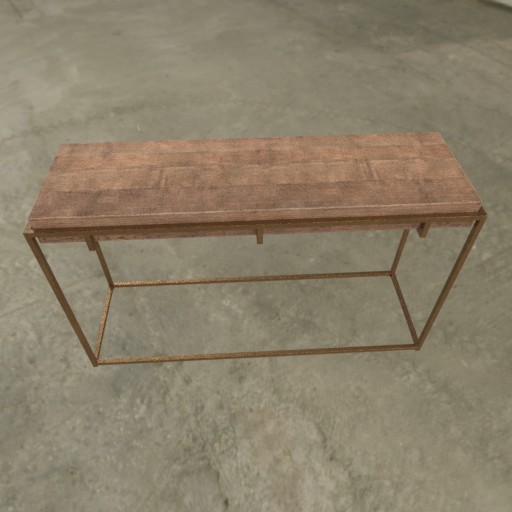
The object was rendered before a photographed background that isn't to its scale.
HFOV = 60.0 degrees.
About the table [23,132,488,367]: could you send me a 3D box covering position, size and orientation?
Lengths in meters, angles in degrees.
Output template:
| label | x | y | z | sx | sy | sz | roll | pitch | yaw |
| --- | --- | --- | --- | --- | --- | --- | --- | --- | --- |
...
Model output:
| label | x | y | z | sx | sy | sz | roll | pitch | yaw |
| --- | --- | --- | --- | --- | --- | --- | --- | --- | --- |
| table | 0.000 | 0.000 | 1.752 | 1.400 | 0.820 | 0.440 | -2 | 47 | -2 |
